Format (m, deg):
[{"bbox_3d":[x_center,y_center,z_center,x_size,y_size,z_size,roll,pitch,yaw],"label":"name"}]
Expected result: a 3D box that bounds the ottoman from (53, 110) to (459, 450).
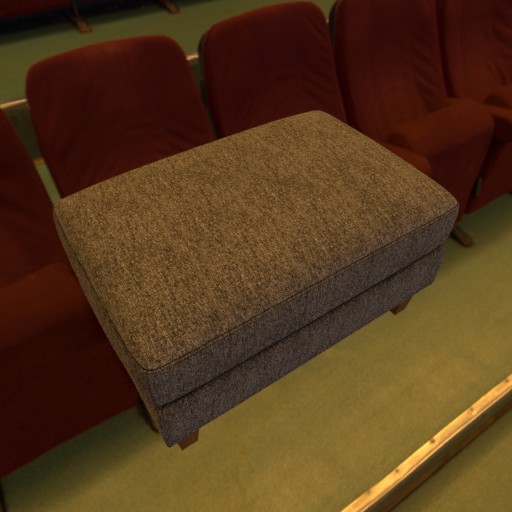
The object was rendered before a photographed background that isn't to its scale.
[{"bbox_3d":[0.000,0.000,1.199,0.864,0.483,0.584,-26,51,-23],"label":"ottoman"}]
